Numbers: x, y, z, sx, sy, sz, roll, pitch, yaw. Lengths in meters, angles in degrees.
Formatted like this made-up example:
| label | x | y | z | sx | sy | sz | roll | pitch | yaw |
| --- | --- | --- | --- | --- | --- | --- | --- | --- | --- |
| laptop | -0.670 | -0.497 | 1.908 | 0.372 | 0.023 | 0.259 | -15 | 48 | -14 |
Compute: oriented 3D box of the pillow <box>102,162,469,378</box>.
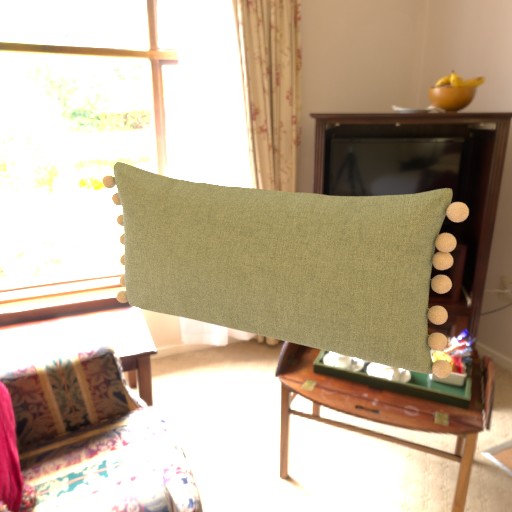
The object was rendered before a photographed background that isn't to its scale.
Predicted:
| label | x | y | z | sx | sy | sz | roll | pitch | yaw |
| --- | --- | --- | --- | --- | --- | --- | --- | --- | --- |
| pillow | 0.000 | 0.000 | 0.828 | 0.709 | 0.322 | 0.201 | 8 | 19 | 26 |
